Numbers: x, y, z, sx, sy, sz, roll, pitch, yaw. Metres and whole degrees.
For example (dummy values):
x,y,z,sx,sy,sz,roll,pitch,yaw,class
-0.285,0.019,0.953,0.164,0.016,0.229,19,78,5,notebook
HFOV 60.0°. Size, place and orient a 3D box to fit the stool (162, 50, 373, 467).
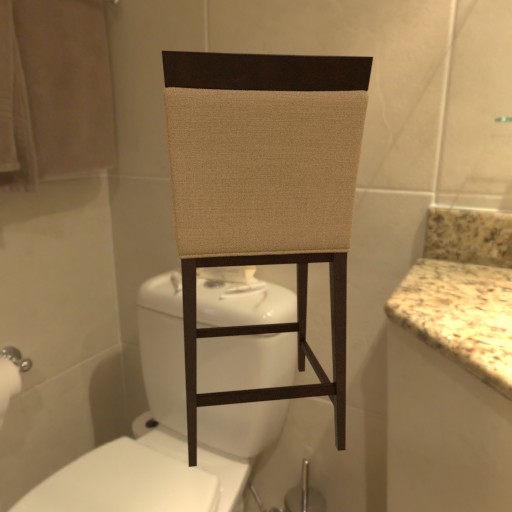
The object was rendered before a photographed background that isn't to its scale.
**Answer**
x,y,z,sx,sy,sz,roll,pitch,yaw,class
0.000,0.000,1.408,0.511,1.117,0.531,-2,15,-9,stool
